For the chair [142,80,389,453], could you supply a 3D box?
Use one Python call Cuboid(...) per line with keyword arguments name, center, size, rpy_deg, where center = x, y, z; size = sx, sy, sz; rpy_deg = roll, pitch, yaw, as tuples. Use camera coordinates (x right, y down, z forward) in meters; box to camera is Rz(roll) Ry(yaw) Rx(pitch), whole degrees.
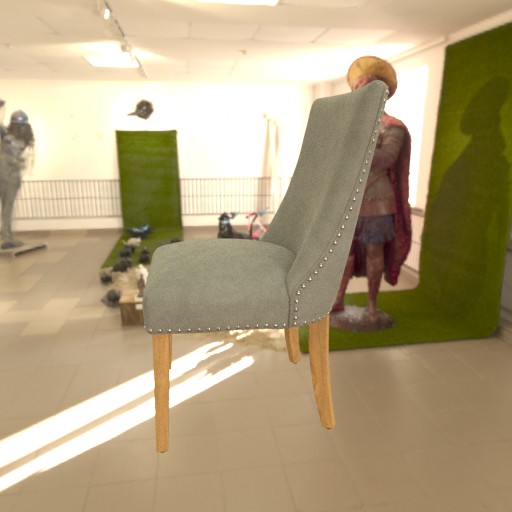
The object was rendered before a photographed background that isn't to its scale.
Cuboid(name="chair", center=(0.000, 0.000, 1.269), size=(0.610, 0.902, 0.495), rpy_deg=(-2, 15, -9))
